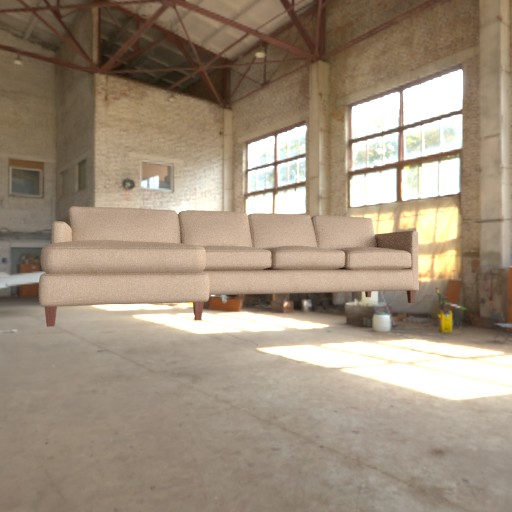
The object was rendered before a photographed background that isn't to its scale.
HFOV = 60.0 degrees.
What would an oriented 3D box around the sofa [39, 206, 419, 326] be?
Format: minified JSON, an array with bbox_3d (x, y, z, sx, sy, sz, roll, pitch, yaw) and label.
[{"bbox_3d":[0.000,0.000,3.770,3.201,0.876,1.502,0,-1,-18],"label":"sofa"}]
